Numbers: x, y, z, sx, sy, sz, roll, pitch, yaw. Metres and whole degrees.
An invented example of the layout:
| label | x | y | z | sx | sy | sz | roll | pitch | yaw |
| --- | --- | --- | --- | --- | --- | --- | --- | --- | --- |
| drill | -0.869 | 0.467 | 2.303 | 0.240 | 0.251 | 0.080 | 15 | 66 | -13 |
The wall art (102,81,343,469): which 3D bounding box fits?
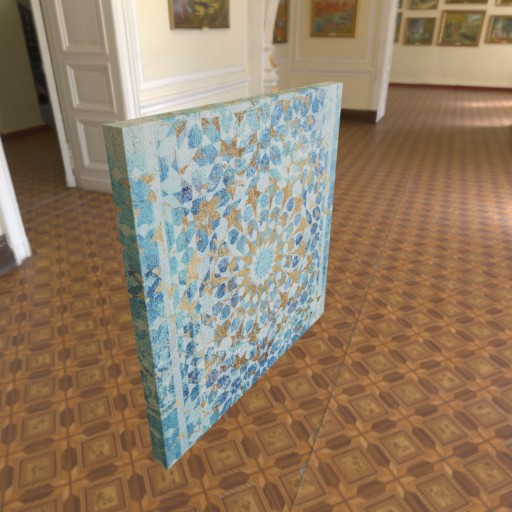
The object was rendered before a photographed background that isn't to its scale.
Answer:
| label | x | y | z | sx | sy | sz | roll | pitch | yaw |
| --- | --- | --- | --- | --- | --- | --- | --- | --- | --- |
| wall art | 0.000 | 0.000 | 0.898 | 0.040 | 0.609 | 0.609 | 18 | 32 | 31 |
